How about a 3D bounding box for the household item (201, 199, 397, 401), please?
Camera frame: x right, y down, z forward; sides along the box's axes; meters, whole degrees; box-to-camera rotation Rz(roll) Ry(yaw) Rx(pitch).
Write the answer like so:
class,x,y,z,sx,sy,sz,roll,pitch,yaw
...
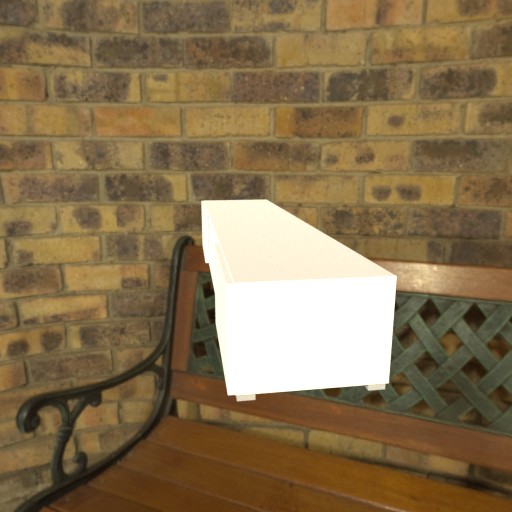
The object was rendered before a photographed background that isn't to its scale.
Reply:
class,x,y,z,sx,sy,sz,roll,pitch,yaw
household item,0.000,0.000,1.984,0.420,0.310,1.850,-2,13,-8
